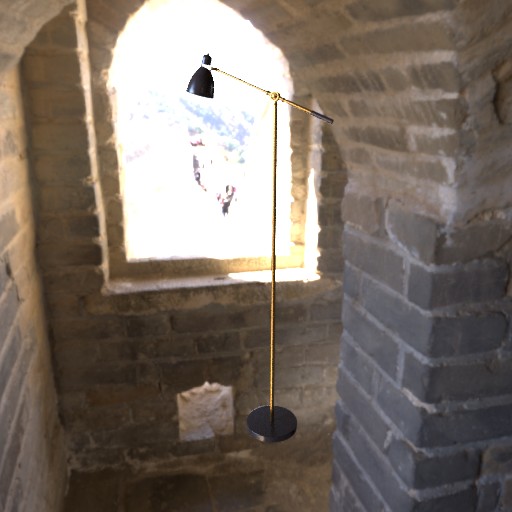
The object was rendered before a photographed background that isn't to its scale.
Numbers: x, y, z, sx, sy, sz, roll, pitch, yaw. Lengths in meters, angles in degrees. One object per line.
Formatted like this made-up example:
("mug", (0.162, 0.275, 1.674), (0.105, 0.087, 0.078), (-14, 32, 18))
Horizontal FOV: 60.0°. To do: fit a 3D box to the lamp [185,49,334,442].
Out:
("lamp", (0.000, 0.000, 1.874), (0.618, 1.628, 0.235), (8, 18, 25))
